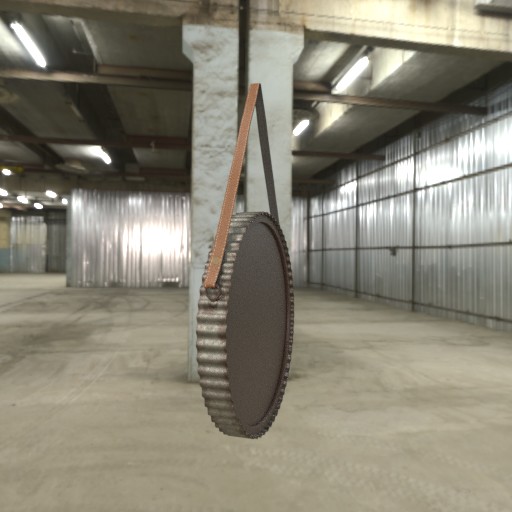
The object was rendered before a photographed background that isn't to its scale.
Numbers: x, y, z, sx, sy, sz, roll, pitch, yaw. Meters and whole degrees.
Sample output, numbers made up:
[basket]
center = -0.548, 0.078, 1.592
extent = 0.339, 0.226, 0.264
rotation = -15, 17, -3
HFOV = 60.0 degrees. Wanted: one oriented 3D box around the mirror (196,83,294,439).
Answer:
[mirror]
center = 0.000, 0.000, 0.726
extent = 0.042, 0.568, 0.355
rotation = 0, -1, 19
